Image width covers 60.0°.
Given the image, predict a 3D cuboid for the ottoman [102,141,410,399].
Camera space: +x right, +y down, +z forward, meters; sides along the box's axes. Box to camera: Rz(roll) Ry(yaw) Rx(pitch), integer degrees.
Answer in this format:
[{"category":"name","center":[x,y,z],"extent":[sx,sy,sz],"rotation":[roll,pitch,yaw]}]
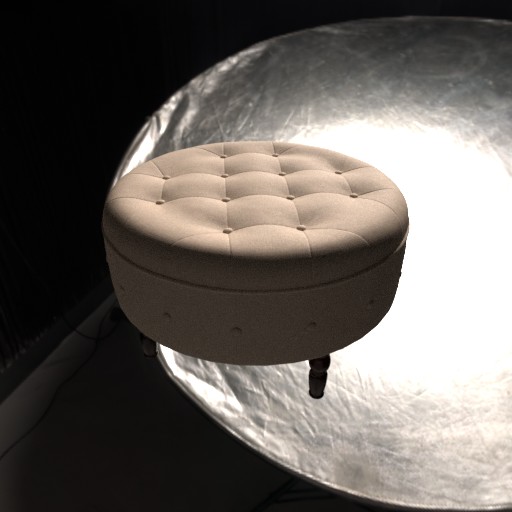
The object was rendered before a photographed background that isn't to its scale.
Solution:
[{"category":"ottoman","center":[0.000,0.000,1.357],"extent":[0.848,0.494,0.848],"rotation":[0,32,0]}]
